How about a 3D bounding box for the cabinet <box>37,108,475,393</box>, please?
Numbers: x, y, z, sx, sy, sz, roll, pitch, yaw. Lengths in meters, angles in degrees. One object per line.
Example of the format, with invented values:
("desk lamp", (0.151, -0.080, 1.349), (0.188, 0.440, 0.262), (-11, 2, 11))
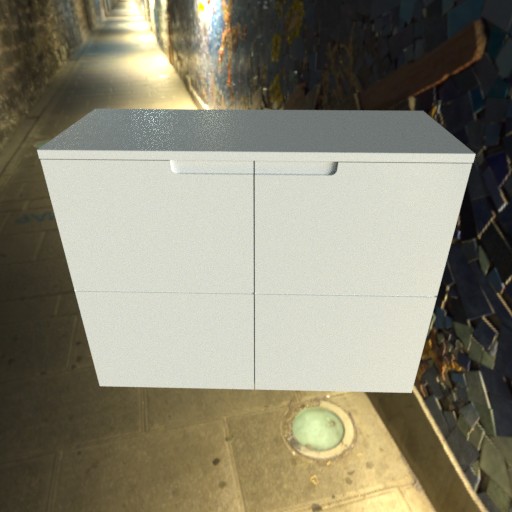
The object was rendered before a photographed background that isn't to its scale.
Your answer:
("cabinet", (0.000, 0.000, 1.388), (1.000, 0.800, 0.400), (1, 31, 1))
